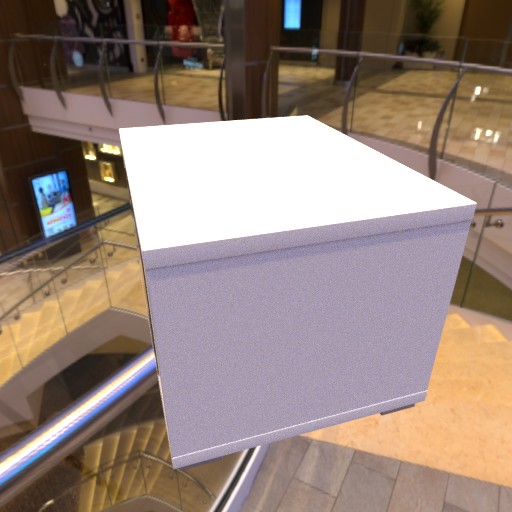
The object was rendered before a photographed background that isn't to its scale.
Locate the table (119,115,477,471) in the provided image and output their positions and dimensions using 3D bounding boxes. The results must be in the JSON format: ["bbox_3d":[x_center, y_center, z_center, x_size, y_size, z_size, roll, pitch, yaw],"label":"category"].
[{"bbox_3d":[0.000,0.000,0.786,0.399,0.357,0.517,-9,31,-15],"label":"table"}]
